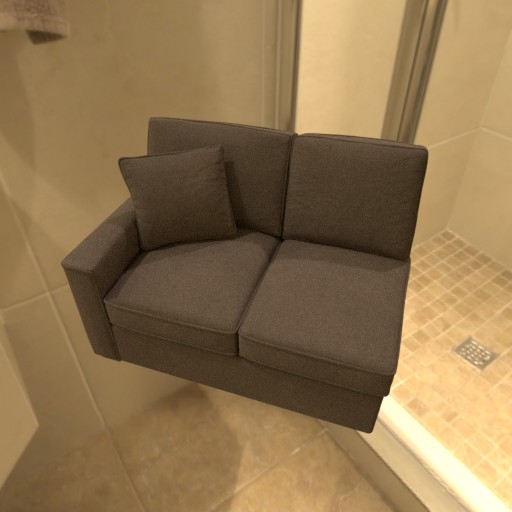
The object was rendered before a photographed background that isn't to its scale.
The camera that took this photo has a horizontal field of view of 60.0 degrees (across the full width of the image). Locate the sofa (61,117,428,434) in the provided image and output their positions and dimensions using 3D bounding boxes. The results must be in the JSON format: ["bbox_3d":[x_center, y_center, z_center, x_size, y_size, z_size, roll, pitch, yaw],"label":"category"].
[{"bbox_3d":[0.000,0.000,2.083,1.388,0.989,0.991,12,40,14],"label":"sofa"}]
